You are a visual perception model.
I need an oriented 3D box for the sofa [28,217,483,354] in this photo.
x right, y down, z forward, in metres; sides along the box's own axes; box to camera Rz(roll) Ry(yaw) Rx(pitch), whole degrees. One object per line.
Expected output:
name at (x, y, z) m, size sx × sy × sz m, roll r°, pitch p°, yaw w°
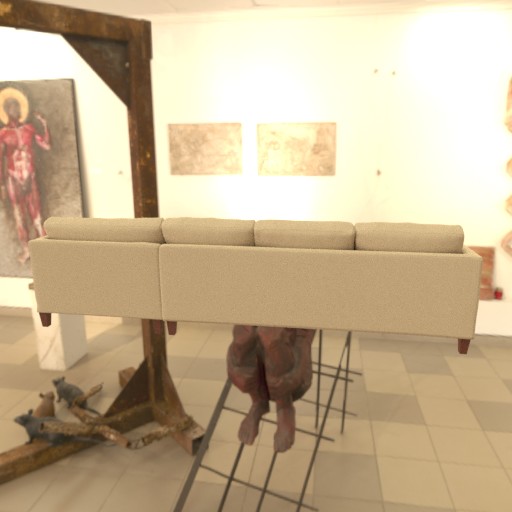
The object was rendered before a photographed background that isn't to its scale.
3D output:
sofa at (0.000, 0.000, 3.866) m, size 3.186 × 0.861 × 1.625 m, roll 2°, pitch 14°, yaw 8°
